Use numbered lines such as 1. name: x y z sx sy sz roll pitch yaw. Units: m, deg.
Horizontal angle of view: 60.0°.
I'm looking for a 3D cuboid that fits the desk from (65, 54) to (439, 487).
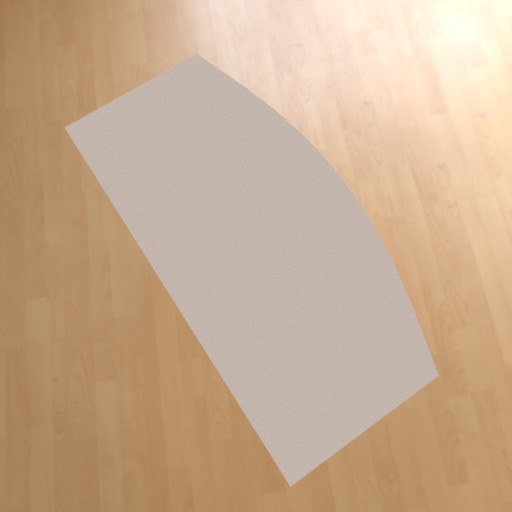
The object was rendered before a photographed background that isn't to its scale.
1. desk: 0.000 0.000 2.051 0.802 0.750 1.600 -33 78 -8
